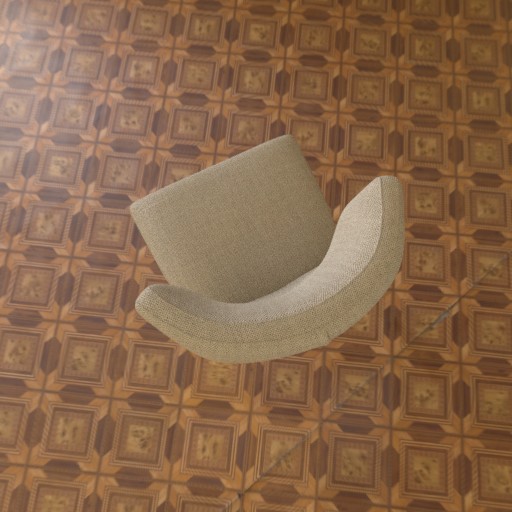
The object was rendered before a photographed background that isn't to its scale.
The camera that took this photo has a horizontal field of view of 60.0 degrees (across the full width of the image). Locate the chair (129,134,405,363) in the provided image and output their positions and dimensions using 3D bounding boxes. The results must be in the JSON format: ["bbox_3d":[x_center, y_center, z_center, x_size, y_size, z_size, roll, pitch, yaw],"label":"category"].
[{"bbox_3d":[0.000,0.000,1.295,0.611,0.824,0.617,-26,77,-6],"label":"chair"}]
